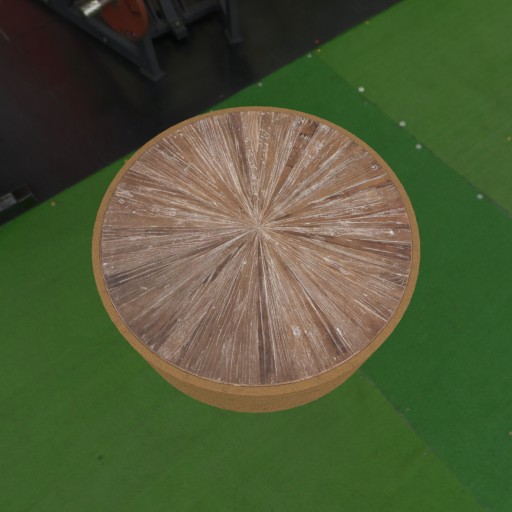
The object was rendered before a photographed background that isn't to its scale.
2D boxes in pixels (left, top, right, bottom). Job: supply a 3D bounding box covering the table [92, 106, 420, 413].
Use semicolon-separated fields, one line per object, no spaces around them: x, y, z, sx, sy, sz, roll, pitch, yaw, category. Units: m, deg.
0.000;0.000;1.546;1.001;0.409;1.001;0;64;0;table
